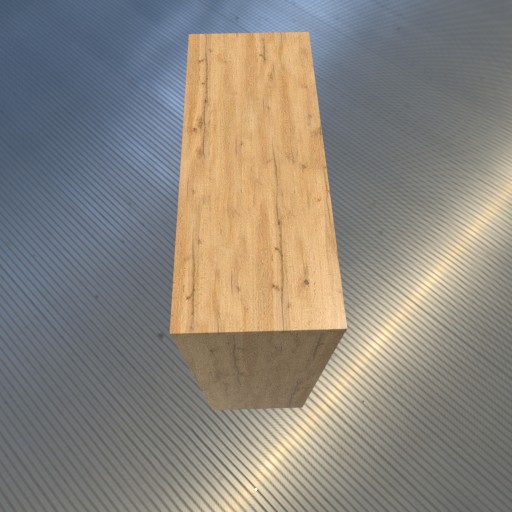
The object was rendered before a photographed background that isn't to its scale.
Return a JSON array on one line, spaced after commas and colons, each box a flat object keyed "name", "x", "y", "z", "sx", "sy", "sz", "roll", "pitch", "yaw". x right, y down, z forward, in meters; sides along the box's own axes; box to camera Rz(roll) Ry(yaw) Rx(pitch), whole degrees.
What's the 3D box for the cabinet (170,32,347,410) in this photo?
[{"name": "cabinet", "x": 0.000, "y": 0.000, "z": 2.019, "sx": 0.473, "sy": 1.397, "sz": 1.168, "roll": -1, "pitch": 62, "yaw": -1}]
